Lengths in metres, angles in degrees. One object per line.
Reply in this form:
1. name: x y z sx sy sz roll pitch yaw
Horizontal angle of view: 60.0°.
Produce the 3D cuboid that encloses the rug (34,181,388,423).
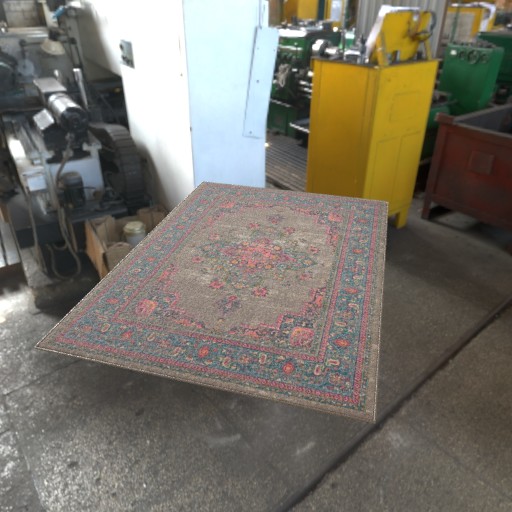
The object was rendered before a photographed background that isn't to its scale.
1. rug: 0.000 0.000 2.859 1.609 0.013 2.214 8 32 13
